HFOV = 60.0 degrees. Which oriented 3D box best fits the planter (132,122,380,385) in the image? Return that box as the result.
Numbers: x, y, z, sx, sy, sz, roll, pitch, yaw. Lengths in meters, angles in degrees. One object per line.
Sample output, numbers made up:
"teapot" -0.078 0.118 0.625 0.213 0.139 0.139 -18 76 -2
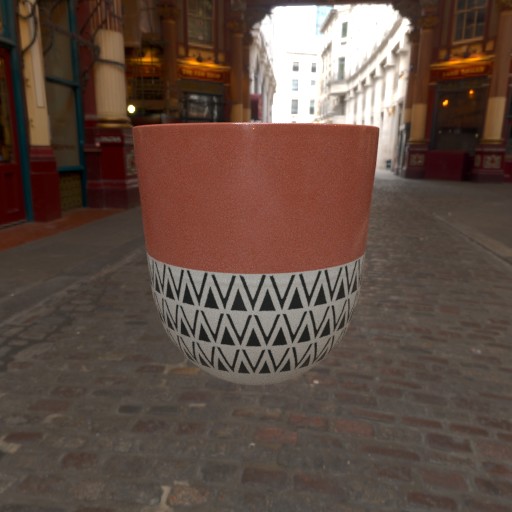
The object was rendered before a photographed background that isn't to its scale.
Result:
"planter" 0.000 0.000 0.387 0.195 0.214 0.195 0 14 0
